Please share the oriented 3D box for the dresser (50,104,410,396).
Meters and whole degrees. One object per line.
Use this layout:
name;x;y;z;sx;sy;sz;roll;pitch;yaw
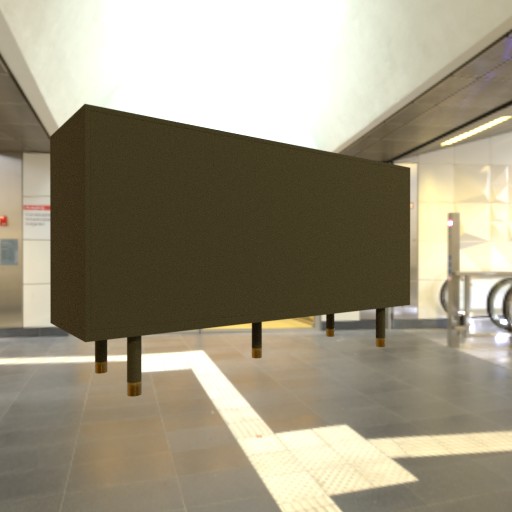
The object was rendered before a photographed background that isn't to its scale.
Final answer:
dresser;0.000;0.000;1.913;1.558;0.872;0.463;0;0;-37
